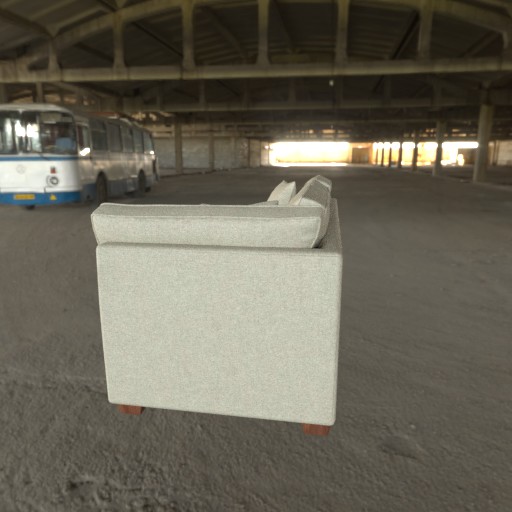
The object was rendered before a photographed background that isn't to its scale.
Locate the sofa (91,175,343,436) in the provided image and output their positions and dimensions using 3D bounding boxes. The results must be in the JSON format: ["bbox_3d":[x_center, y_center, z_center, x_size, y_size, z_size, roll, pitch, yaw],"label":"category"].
[{"bbox_3d":[0.000,0.000,2.866,1.061,0.962,2.317,2,13,9],"label":"sofa"}]
